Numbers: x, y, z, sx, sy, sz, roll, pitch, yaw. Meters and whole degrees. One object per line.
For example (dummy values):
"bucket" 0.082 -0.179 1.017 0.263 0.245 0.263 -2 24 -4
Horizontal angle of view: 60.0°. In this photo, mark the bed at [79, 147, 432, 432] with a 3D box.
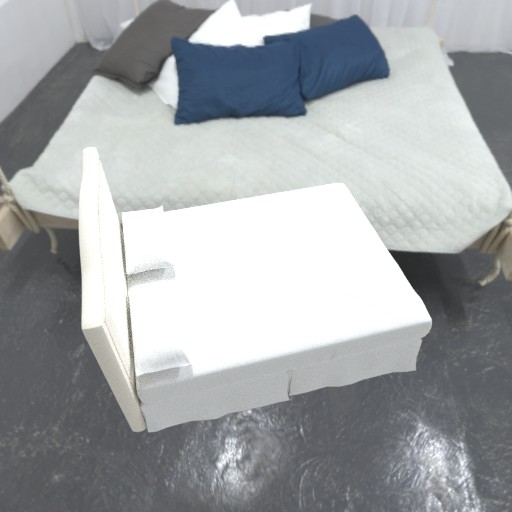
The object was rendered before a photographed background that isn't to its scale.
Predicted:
"bed" 0.000 0.000 3.466 2.282 1.436 1.821 -11 48 -10
